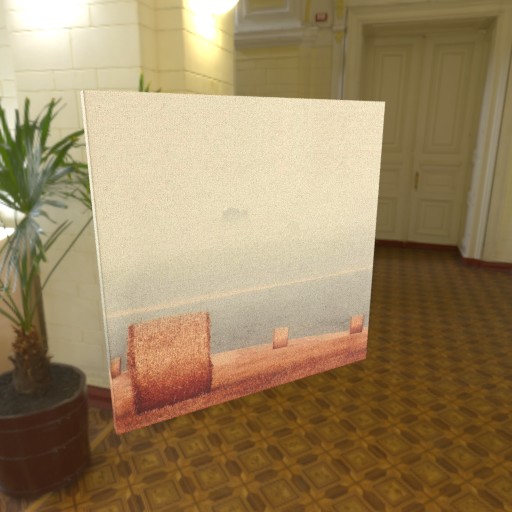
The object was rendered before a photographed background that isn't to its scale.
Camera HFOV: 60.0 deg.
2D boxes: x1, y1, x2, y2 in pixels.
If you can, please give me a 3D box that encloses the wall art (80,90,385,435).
[{"bbox_3d":[0.000,0.000,0.600,0.405,0.405,0.023,-8,18,-27],"label":"wall art"}]
